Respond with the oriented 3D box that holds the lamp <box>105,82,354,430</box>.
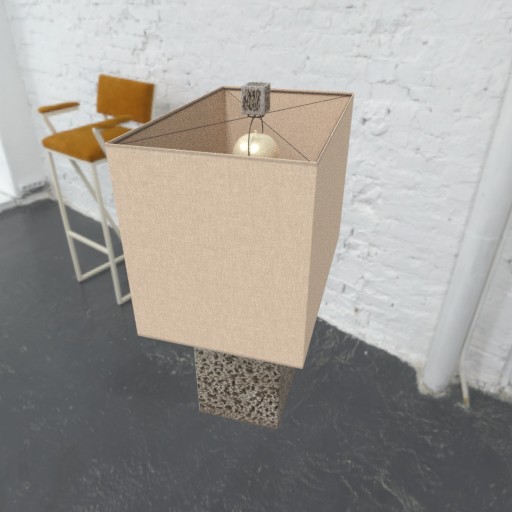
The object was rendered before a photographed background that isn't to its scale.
[{"bbox_3d":[0.000,0.000,0.562,0.180,0.411,0.294,8,31,14],"label":"lamp"}]
